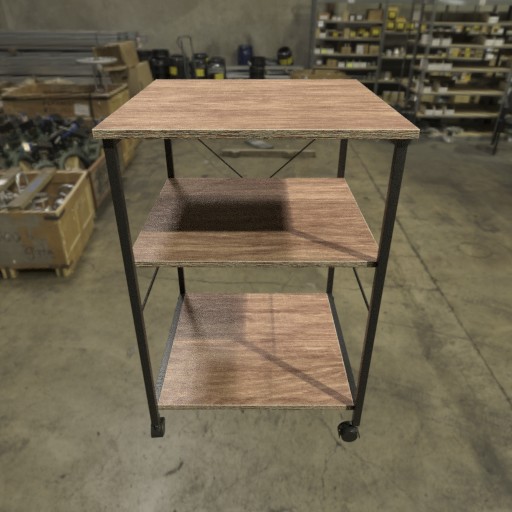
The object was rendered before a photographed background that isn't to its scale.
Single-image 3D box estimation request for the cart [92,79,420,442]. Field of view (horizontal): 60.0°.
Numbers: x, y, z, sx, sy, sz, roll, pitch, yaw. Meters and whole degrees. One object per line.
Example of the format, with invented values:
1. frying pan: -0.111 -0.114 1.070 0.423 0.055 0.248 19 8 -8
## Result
1. cart: 0.000 0.000 1.118 0.521 0.762 0.520 0 30 0
